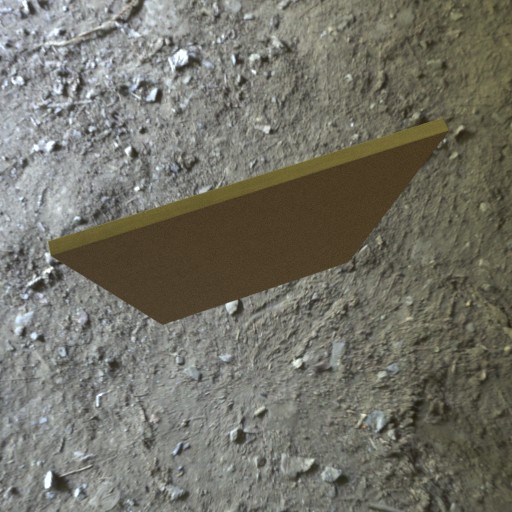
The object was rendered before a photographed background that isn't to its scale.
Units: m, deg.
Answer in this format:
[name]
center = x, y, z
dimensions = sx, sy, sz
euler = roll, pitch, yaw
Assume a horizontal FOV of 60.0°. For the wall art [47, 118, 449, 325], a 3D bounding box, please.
[wall art]
center = 0.000, 0.000, 1.325
dimensions = 0.798, 1.002, 0.030
euler = -18, 75, -5
